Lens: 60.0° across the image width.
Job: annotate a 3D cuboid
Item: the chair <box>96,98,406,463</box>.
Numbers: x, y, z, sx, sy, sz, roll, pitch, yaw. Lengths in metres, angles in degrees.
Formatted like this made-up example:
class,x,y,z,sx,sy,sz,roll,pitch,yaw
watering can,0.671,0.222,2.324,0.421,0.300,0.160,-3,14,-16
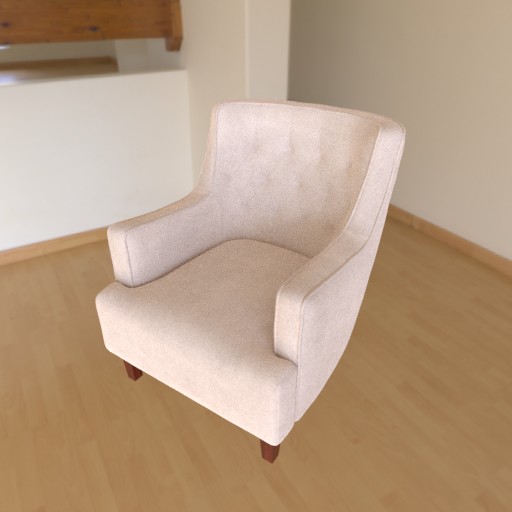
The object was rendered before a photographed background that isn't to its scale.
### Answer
class,x,y,z,sx,sy,sz,roll,pitch,yaw
chair,0.000,0.000,1.601,0.781,0.920,0.910,19,36,29
